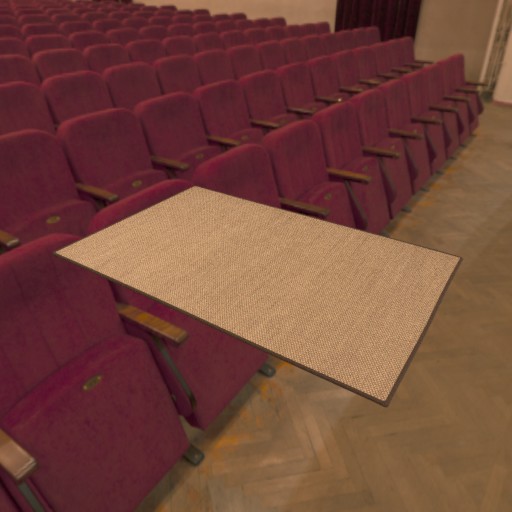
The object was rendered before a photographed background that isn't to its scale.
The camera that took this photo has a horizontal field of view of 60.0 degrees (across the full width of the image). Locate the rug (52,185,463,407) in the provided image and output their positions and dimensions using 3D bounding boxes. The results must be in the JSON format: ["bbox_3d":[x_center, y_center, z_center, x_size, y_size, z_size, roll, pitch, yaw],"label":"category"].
[{"bbox_3d":[0.000,0.000,2.129,1.676,0.013,1.067,19,35,29],"label":"rug"}]
